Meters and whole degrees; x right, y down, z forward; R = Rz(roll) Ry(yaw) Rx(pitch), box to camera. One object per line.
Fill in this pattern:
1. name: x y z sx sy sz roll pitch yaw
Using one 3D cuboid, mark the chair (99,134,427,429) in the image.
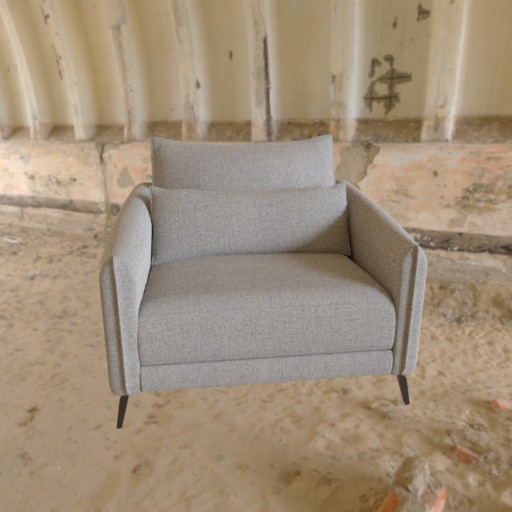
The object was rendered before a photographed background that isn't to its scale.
1. chair: 0.000 0.000 1.631 1.029 0.856 0.801 -2 16 -7
